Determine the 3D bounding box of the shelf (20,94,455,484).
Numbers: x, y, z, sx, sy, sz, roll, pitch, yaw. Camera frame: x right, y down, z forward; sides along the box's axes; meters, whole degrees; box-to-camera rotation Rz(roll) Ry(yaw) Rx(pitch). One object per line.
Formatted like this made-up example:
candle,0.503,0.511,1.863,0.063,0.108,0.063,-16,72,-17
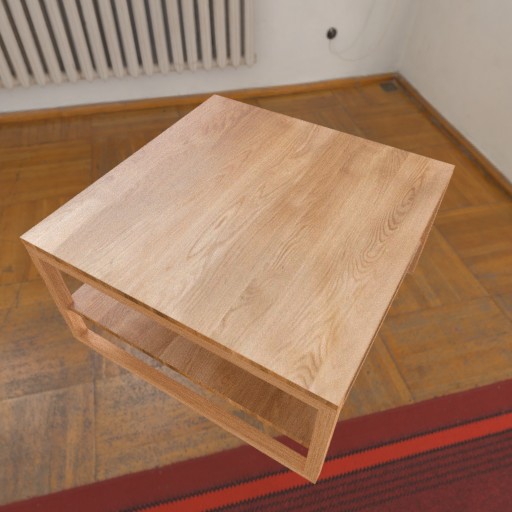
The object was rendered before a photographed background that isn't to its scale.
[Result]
shelf,0.000,0.000,1.435,0.899,0.480,0.899,23,51,20
